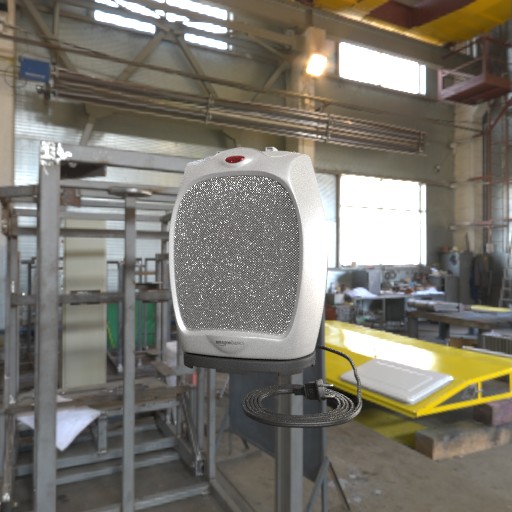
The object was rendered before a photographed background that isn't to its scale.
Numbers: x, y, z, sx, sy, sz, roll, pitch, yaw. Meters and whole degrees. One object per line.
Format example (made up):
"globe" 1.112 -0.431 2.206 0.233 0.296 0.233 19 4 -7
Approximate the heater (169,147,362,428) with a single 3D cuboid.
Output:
"heater" 0.000 0.000 0.481 0.239 0.255 0.291 0 0 18
